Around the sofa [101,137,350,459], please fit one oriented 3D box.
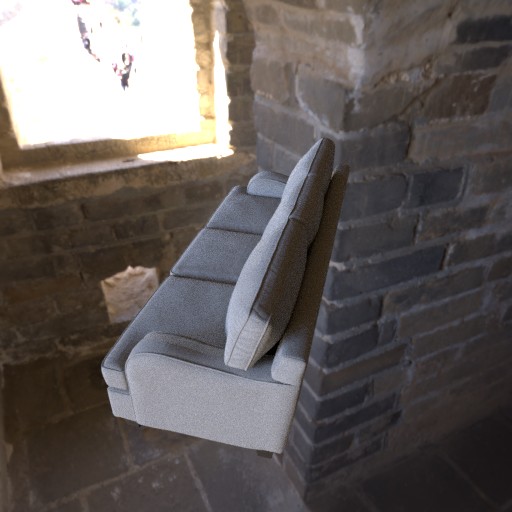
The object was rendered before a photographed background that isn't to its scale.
[{"bbox_3d":[0.000,0.000,2.970,1.016,0.997,2.323,8,33,12],"label":"sofa"}]
